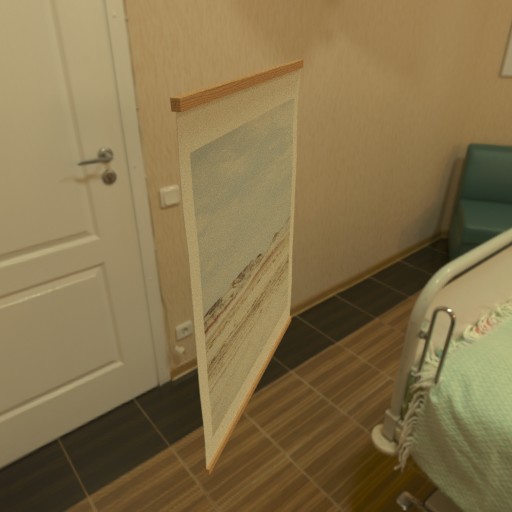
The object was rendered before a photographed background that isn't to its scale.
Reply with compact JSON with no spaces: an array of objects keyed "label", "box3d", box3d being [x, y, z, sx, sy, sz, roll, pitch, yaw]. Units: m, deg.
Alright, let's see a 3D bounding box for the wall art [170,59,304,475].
[{"label":"wall art","box3d":[0.000,0.000,0.790,0.011,0.605,0.458,11,31,19]}]
